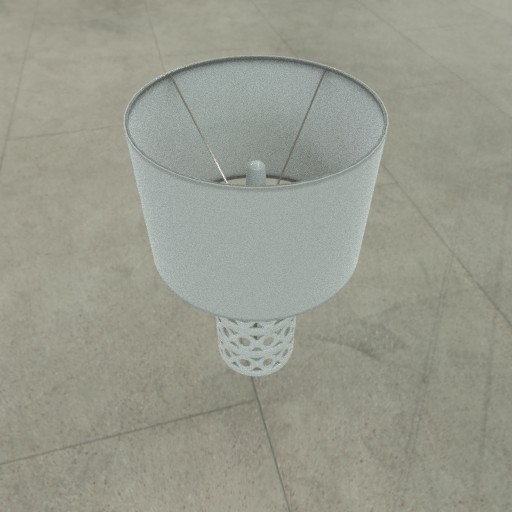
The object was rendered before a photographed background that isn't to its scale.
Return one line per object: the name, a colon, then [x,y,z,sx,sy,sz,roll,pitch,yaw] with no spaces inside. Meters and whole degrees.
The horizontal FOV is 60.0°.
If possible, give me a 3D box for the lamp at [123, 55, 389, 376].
lamp: [0.000,0.000,0.702,0.310,0.502,0.310,0,46,0]
